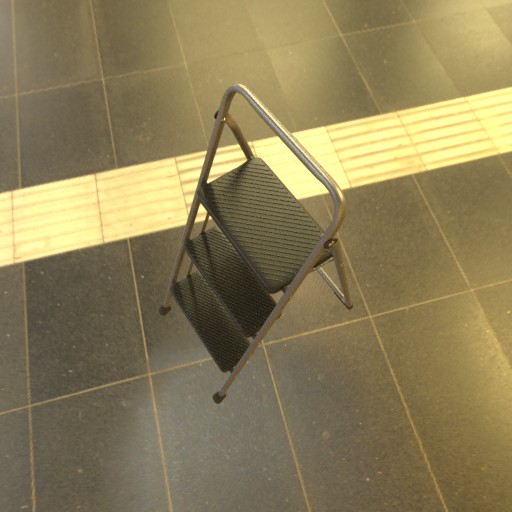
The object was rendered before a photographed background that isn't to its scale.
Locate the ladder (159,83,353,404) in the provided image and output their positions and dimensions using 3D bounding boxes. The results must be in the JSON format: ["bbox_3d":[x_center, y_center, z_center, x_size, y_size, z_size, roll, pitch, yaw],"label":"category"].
[{"bbox_3d":[0.000,0.000,1.286,0.629,0.945,0.430,-32,68,-14],"label":"ladder"}]
